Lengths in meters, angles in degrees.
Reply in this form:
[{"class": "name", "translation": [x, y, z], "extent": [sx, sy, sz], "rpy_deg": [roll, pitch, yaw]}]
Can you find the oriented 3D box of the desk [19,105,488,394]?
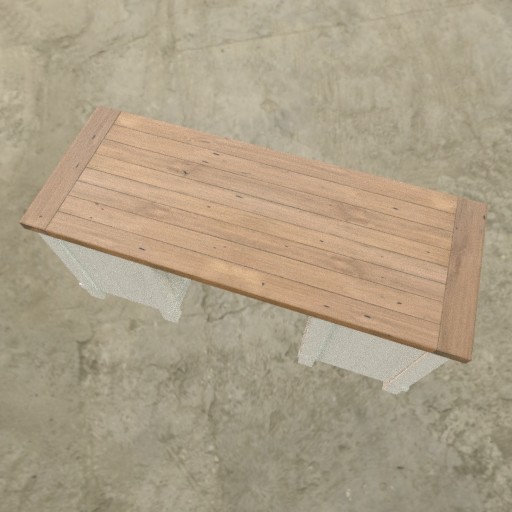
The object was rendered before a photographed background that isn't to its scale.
[{"class": "desk", "translation": [0.000, 0.000, 2.160], "extent": [1.803, 0.760, 0.688], "rpy_deg": [16, 64, 8]}]
